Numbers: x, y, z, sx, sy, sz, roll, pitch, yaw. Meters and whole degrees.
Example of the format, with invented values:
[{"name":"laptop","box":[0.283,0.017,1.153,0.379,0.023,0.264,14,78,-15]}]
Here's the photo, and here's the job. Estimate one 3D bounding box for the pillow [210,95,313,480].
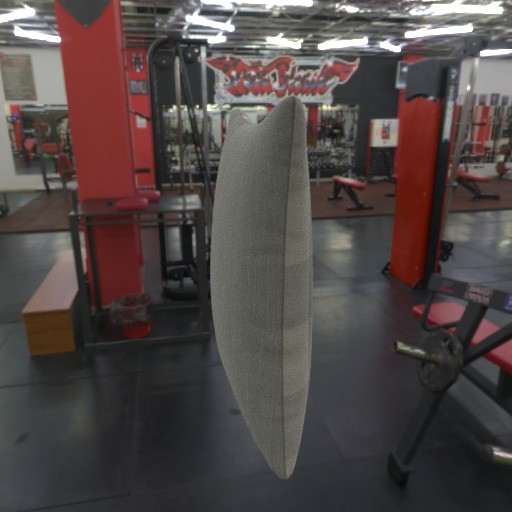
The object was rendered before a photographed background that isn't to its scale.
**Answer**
[{"name":"pillow","box":[0.000,0.000,0.785,0.161,0.509,0.511,-3,17,-9]}]
